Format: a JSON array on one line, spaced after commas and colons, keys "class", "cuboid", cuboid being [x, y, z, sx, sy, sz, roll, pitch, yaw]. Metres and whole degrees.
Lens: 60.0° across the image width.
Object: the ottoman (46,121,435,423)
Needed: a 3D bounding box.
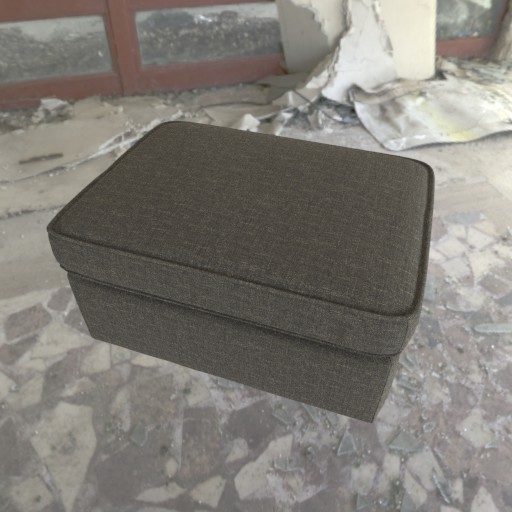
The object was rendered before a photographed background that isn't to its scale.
[{"class": "ottoman", "cuboid": [0.000, 0.000, 1.094, 0.749, 0.450, 0.549, 13, 44, 14]}]
